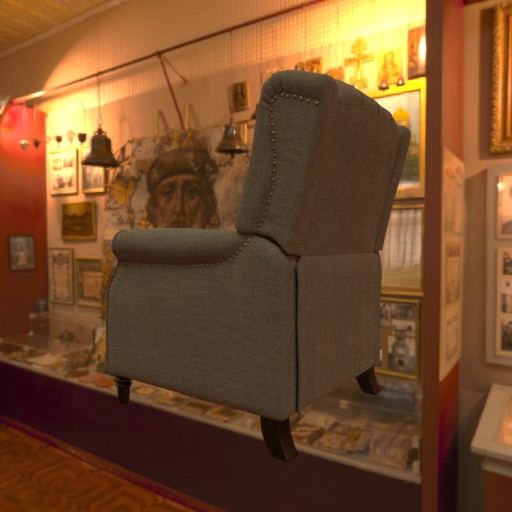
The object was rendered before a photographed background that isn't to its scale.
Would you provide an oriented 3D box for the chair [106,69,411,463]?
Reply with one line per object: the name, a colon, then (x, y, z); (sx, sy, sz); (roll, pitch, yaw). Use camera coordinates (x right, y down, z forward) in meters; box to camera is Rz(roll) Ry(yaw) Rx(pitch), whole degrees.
chair: (0.000, 0.000, 1.578); (0.898, 1.035, 0.742); (1, 2, 36)
